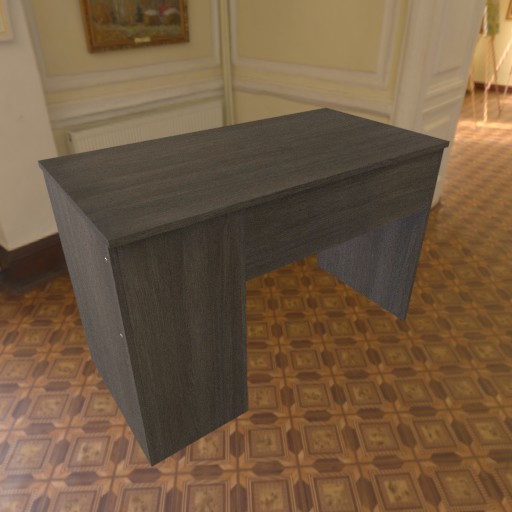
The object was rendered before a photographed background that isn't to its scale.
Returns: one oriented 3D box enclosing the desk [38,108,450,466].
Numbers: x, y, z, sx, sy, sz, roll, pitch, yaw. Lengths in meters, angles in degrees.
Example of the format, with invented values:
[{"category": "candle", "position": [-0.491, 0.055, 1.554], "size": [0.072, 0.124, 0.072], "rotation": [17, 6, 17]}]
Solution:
[{"category": "desk", "position": [0.000, 0.000, 1.499], "size": [1.096, 0.730, 0.560], "rotation": [-20, 37, -30]}]
